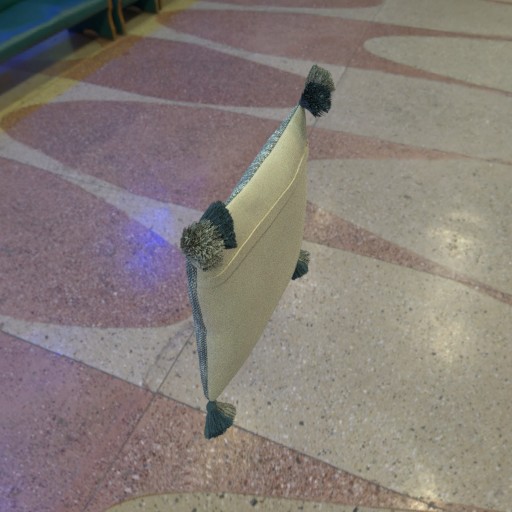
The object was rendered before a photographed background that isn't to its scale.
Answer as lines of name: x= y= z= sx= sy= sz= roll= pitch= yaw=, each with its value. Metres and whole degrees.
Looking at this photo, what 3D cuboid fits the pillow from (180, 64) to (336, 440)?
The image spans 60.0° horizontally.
pillow: x=0.000 y=0.000 z=0.947 sx=0.138 sy=0.634 sz=0.614 roll=19 pitch=50 yaw=17
